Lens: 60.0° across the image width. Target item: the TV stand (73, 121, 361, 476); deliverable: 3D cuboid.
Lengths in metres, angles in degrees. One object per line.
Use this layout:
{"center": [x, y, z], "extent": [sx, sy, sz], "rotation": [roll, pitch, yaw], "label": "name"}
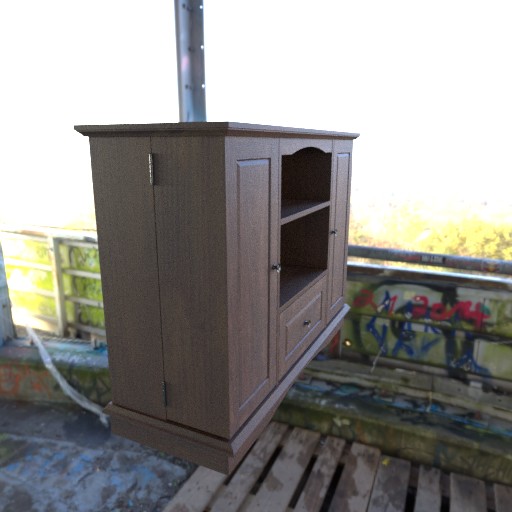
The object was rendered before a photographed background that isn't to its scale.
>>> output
{"center": [0.000, 0.000, 1.486], "extent": [0.406, 0.813, 1.067], "rotation": [7, 16, 25], "label": "TV stand"}
